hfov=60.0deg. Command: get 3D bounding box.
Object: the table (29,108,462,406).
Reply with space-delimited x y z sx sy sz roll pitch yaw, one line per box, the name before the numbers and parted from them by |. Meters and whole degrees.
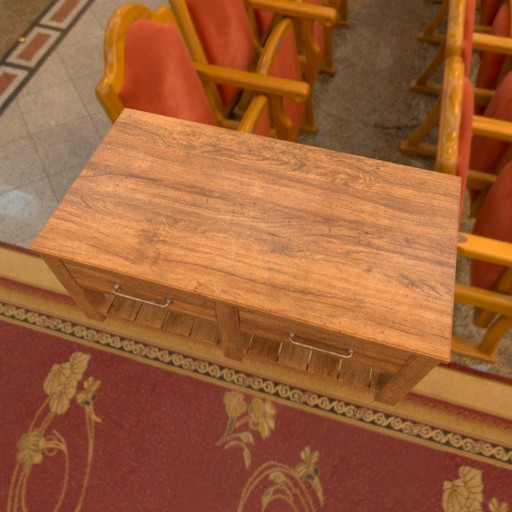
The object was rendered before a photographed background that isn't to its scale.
table | 0.000 0.000 1.506 1.150 0.480 0.635 14 59 9
